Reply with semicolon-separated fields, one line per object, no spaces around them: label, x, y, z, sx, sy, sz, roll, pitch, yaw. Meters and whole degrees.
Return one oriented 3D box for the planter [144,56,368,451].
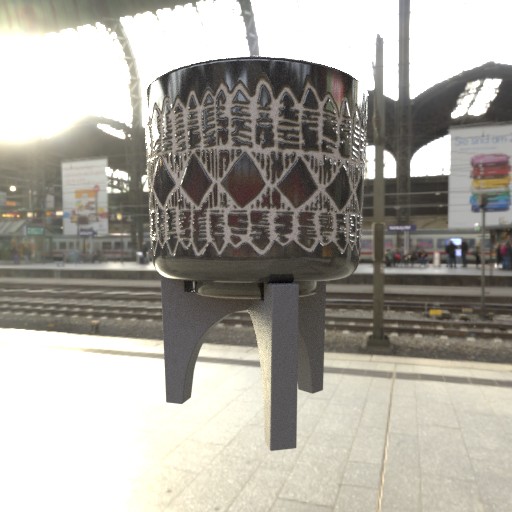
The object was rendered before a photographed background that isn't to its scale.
planter;0.000;0.000;0.513;0.251;0.355;0.251;0;1;17
